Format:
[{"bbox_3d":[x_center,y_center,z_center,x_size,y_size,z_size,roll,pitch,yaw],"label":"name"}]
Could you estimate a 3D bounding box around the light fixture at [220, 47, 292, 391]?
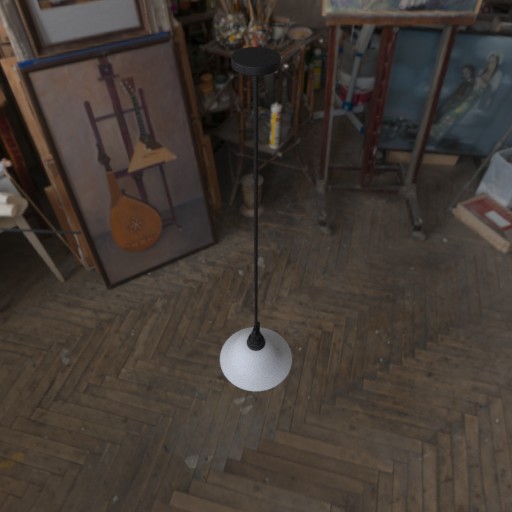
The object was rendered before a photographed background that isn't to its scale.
[{"bbox_3d":[0.000,0.000,1.504,0.324,1.337,0.324,15,49,14],"label":"light fixture"}]
